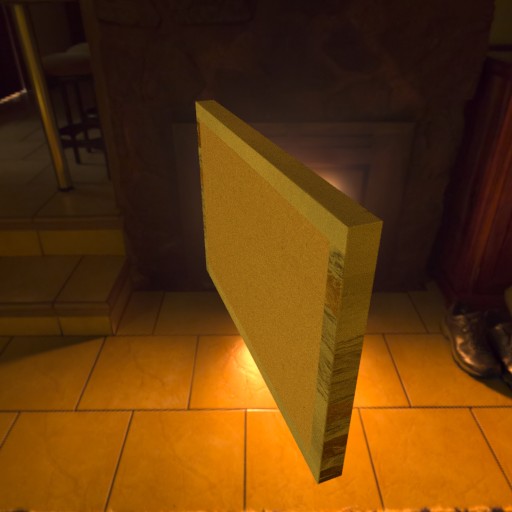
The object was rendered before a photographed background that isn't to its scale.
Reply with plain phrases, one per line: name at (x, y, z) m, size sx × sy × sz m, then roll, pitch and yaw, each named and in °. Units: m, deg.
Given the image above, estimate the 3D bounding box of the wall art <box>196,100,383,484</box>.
wall art at (0.000, 0.000, 0.773) m, size 0.041 × 0.407 × 0.606 m, roll -11°, pitch 32°, yaw -18°
